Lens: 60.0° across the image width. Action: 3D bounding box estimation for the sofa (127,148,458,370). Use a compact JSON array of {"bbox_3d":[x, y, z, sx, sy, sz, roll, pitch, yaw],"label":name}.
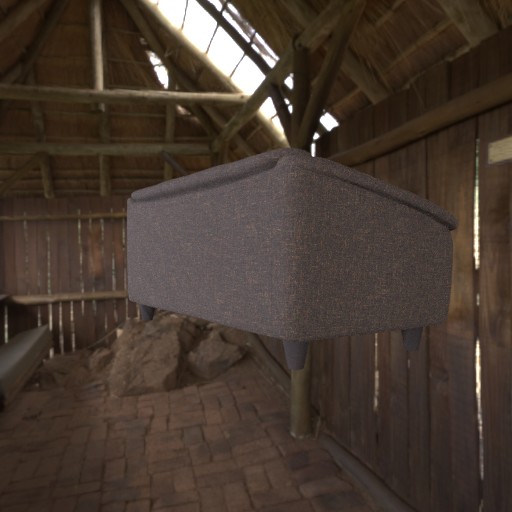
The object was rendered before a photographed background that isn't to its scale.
[{"bbox_3d":[0.000,0.000,2.333,0.887,0.790,1.849,0,1,-36],"label":"sofa"}]
